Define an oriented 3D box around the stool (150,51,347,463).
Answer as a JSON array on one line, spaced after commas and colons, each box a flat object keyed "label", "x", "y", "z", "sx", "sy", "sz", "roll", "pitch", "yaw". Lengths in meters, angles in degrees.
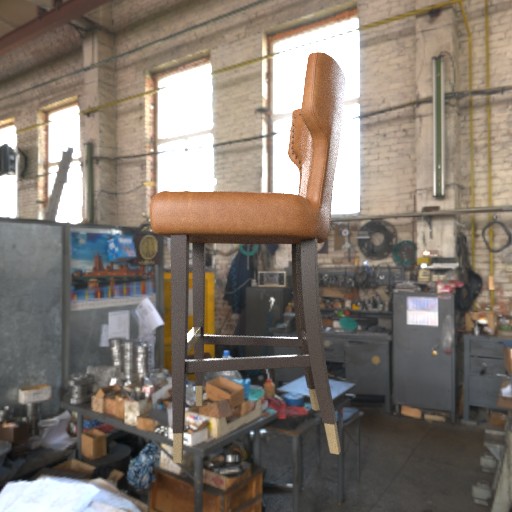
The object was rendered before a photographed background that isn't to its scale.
[{"label": "stool", "x": 0.000, "y": 0.000, "z": 1.408, "sx": 0.563, "sy": 1.092, "sz": 0.526, "roll": 0, "pitch": -1, "yaw": 0}]
